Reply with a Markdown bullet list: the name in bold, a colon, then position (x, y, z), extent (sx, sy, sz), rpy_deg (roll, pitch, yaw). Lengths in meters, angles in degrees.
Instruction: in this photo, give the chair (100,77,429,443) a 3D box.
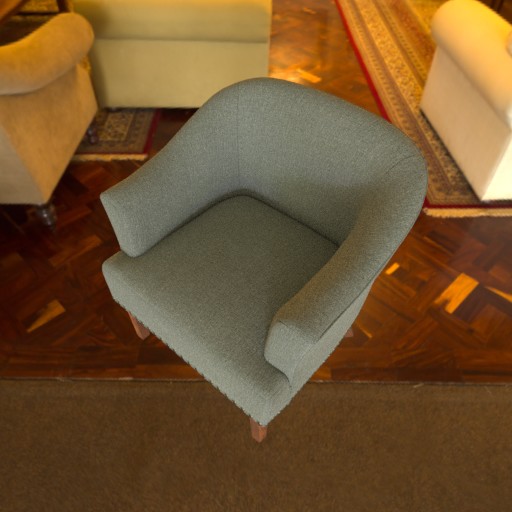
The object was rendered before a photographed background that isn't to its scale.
- **chair**: position (0.000, 0.000, 1.407), extent (0.798, 0.815, 0.704), rpy_deg (32, 54, 27)
